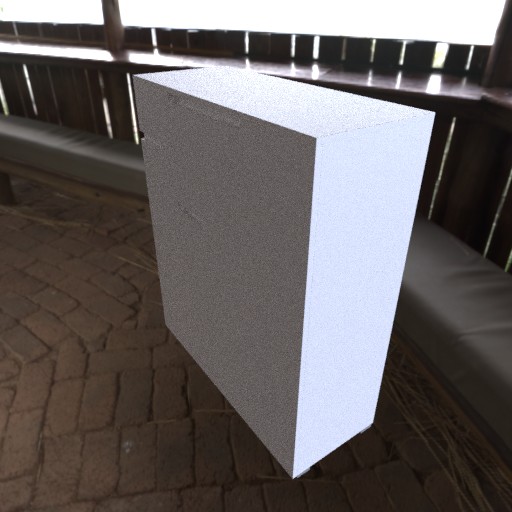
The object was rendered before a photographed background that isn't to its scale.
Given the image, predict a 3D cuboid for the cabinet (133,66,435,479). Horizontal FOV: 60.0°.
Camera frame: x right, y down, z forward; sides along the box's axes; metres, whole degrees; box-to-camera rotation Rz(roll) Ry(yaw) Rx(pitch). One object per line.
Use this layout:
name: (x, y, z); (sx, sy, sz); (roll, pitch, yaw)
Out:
cabinet: (0.000, 0.000, 1.671); (0.400, 1.190, 1.000); (-20, 36, -30)
